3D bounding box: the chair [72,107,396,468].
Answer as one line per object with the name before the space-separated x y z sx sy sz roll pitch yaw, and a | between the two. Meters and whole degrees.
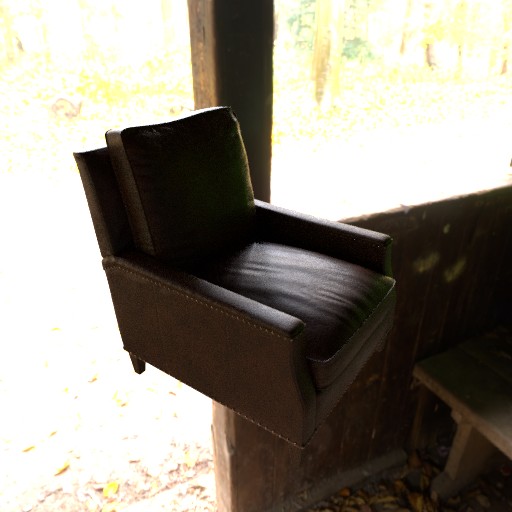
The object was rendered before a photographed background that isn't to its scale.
chair | 0.000 0.000 1.832 1.035 1.054 0.854 18 32 31
